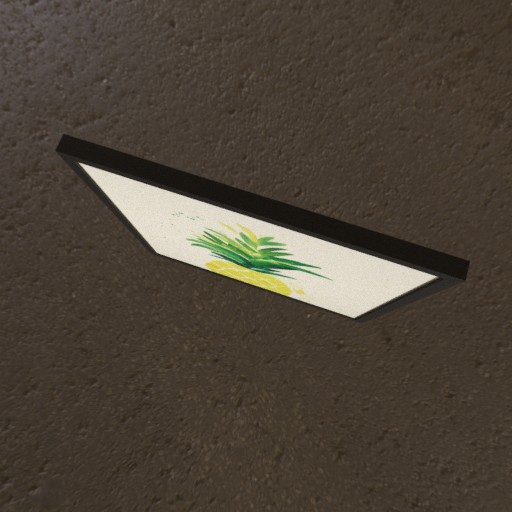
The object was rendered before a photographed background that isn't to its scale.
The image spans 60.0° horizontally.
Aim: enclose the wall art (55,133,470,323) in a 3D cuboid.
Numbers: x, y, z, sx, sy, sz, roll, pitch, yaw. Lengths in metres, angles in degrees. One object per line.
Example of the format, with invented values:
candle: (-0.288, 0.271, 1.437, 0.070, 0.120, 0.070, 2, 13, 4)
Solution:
wall art: (0.000, 0.000, 1.153, 0.762, 0.760, 0.037, 18, 77, 4)
